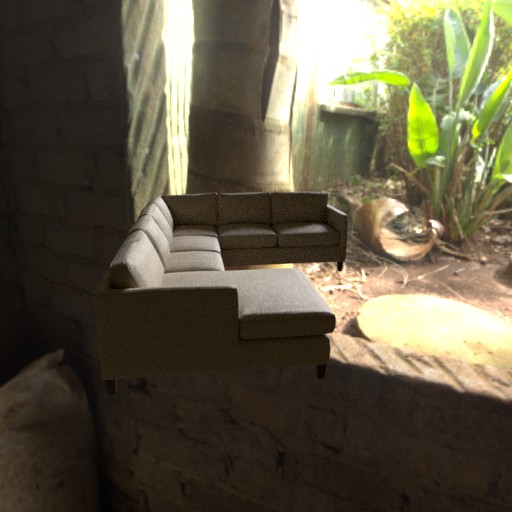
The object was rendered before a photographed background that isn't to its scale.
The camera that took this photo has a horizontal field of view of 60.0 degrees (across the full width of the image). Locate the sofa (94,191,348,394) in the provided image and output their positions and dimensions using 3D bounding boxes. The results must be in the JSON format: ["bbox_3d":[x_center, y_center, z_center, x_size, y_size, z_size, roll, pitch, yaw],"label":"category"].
[{"bbox_3d":[0.000,0.000,4.654,2.593,0.959,3.460,-2,16,-7],"label":"sofa"}]
